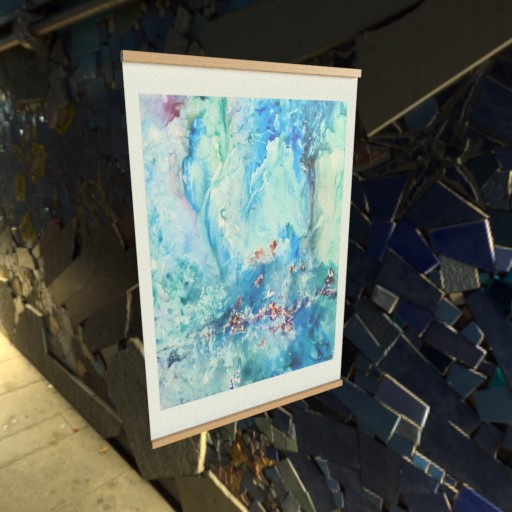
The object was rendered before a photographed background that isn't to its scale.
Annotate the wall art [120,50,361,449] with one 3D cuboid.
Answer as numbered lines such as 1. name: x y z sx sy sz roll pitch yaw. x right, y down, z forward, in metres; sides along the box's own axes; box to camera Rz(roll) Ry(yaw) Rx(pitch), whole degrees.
1. wall art: 0.000 0.000 1.261 0.669 1.020 0.027 -8 18 -27
